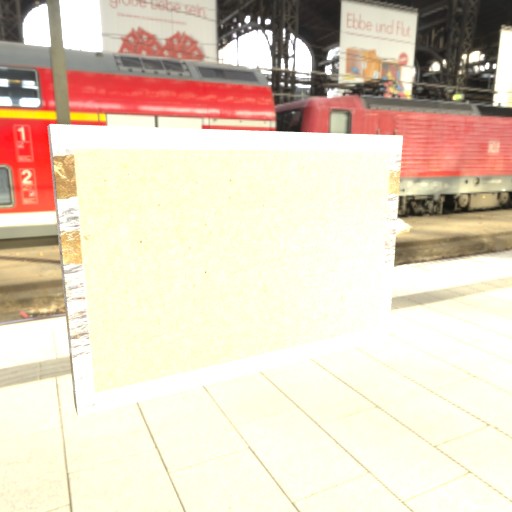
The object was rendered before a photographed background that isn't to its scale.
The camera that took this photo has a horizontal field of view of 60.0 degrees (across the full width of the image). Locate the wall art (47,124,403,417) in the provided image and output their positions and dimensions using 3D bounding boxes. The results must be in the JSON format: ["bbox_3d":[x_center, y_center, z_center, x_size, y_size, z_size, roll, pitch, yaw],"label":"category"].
[{"bbox_3d":[0.000,0.000,0.753,0.606,0.407,0.041,-7,14,-28],"label":"wall art"}]
